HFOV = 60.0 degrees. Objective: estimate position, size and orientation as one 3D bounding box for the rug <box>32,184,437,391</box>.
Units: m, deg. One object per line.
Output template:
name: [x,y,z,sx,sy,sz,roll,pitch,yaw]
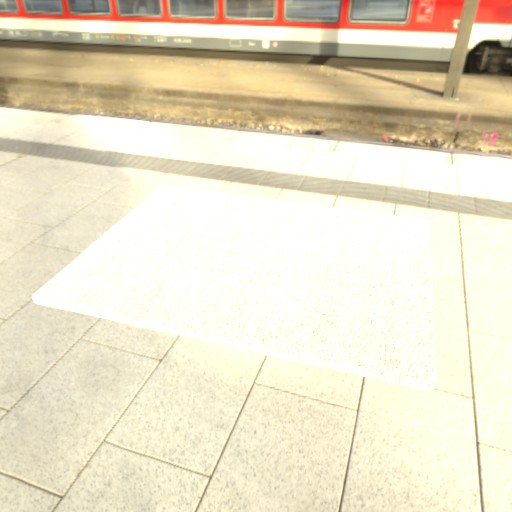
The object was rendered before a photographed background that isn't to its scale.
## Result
rug: [0.000,0.000,2.118,1.600,0.027,1.200,10,34,14]
